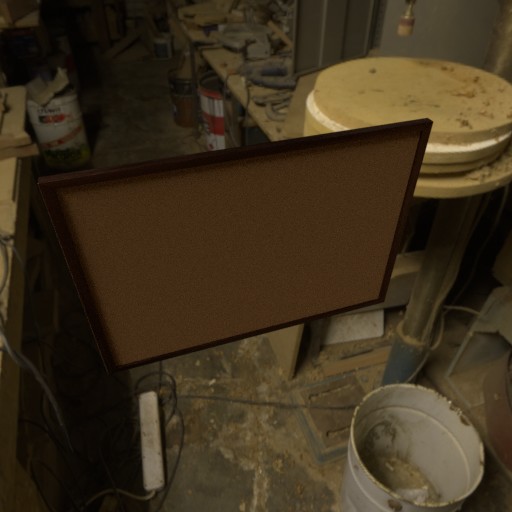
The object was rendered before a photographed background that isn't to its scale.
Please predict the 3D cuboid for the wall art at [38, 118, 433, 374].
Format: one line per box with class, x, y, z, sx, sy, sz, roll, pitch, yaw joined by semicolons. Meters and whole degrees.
wall art;0.000;0.000;0.566;0.431;0.304;0.012;-12;42;-14
